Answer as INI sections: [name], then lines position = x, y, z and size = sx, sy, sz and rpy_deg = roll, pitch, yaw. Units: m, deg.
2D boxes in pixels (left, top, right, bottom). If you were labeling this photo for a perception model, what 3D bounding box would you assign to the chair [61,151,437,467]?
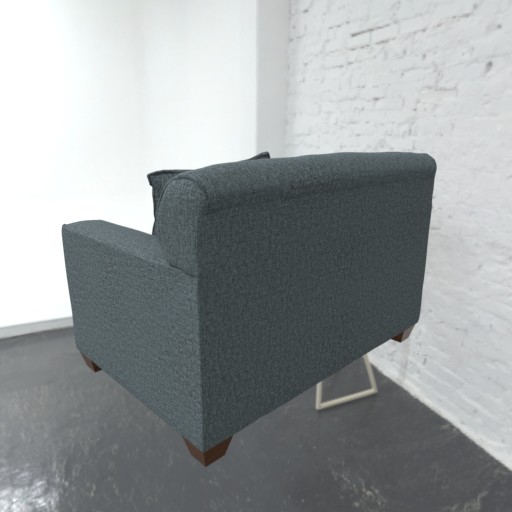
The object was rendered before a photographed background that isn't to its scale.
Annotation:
[chair]
position = 0.000, 0.000, 2.007
size = 1.383, 0.948, 1.000
rpy_deg = -15, 22, -42
